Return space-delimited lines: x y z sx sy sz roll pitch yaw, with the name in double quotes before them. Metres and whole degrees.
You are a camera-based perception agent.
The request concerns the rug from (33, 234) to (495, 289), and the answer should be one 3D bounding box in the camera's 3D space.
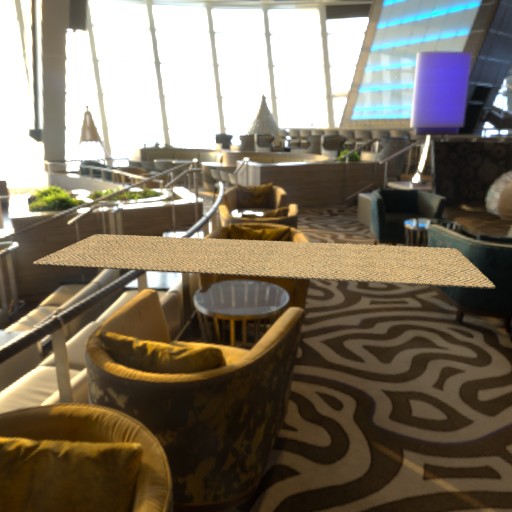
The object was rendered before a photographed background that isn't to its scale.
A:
"rug" 0.000 0.000 2.471 2.286 0.008 0.686 3 16 9
